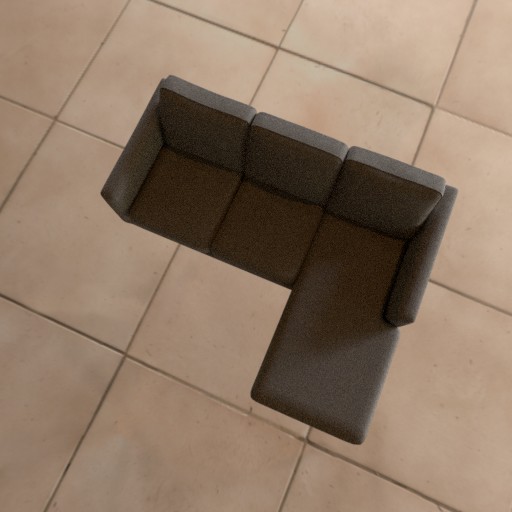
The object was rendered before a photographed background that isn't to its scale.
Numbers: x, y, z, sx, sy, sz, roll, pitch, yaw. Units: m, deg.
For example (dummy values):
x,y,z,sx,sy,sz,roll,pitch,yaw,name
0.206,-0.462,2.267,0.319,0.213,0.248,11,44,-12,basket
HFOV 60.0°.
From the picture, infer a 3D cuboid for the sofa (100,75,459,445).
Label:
x,y,z,sx,sy,sz,roll,pitch,yaw,name
0.000,0.000,2.869,2.055,0.957,1.667,22,77,5,sofa
